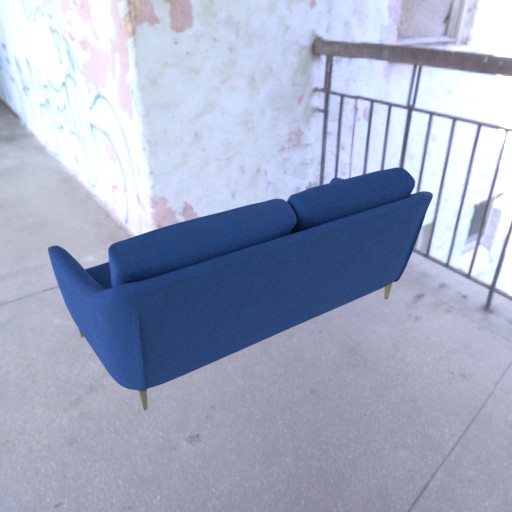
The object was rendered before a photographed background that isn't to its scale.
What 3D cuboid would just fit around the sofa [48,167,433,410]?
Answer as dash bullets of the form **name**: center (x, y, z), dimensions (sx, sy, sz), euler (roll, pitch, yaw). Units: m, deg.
- **sofa**: center (0.000, 0.000, 2.557), dimensions (2.036, 0.903, 0.960), euler (-18, 35, -28)
